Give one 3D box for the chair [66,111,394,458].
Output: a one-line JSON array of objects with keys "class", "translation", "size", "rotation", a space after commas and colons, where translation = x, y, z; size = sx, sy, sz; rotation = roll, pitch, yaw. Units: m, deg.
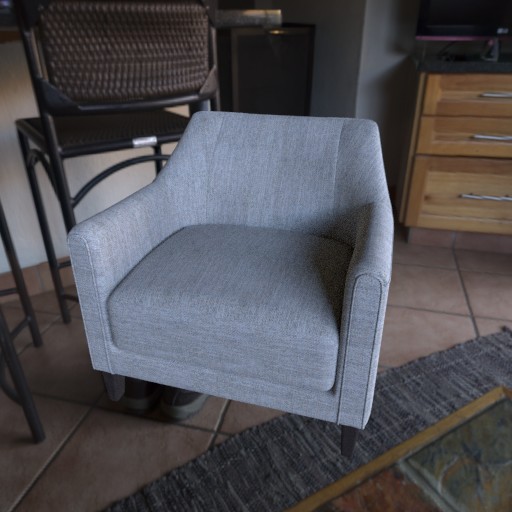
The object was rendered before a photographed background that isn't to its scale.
[{"class": "chair", "translation": [0.000, 0.000, 1.392], "size": [0.796, 0.761, 0.758], "rotation": [8, 28, 15]}]
